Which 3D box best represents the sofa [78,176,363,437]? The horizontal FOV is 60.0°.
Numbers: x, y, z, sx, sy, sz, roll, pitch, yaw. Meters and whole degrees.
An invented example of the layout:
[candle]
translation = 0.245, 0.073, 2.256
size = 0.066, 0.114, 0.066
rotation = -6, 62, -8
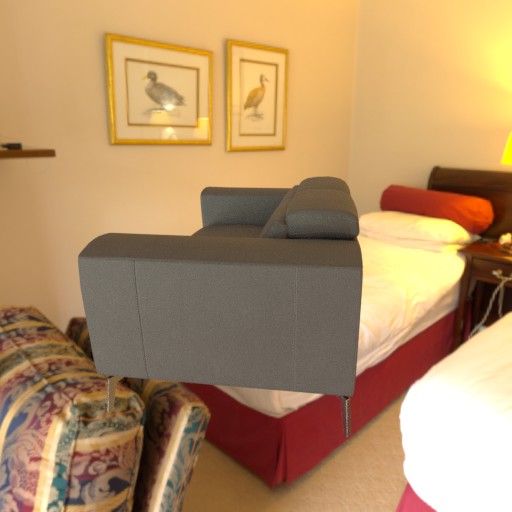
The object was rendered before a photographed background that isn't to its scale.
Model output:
[sofa]
translation = 0.000, 0.000, 2.414
size = 1.003, 0.779, 1.895
rotation = 2, 16, 9
